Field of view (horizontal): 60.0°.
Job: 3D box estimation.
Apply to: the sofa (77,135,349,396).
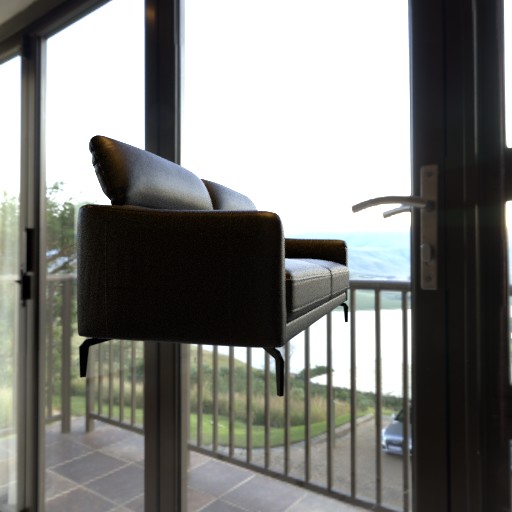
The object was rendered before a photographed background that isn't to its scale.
[{"bbox_3d":[0.000,0.000,2.499,0.856,0.957,2.069,0,-1,18],"label":"sofa"}]
